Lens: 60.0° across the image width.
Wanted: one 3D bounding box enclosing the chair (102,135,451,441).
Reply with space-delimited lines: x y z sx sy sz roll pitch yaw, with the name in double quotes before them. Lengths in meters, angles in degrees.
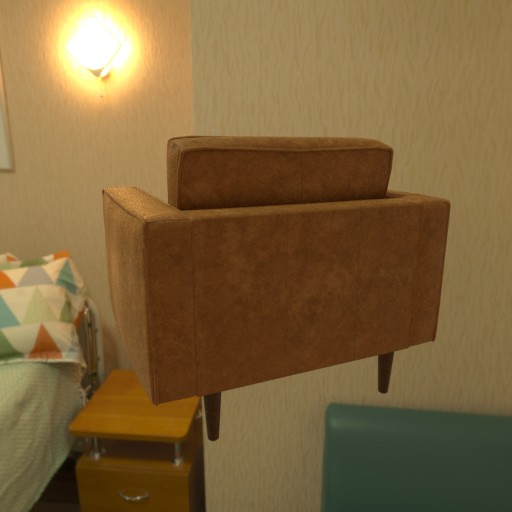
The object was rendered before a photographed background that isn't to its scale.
"chair" 0.000 0.000 1.481 0.928 0.767 0.798 -6 15 -23
